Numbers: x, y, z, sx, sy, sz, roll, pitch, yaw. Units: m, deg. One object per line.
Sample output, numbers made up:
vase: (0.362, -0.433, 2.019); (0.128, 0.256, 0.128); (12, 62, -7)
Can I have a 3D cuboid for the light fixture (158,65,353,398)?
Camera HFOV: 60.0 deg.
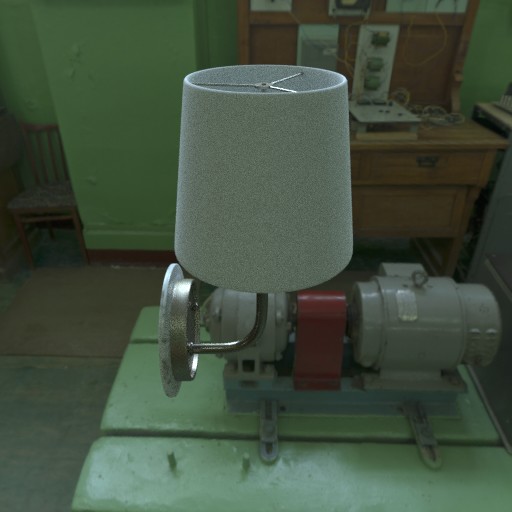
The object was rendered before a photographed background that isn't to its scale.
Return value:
light fixture: (0.000, 0.000, 0.444); (0.188, 0.337, 0.168); (0, 32, 0)
